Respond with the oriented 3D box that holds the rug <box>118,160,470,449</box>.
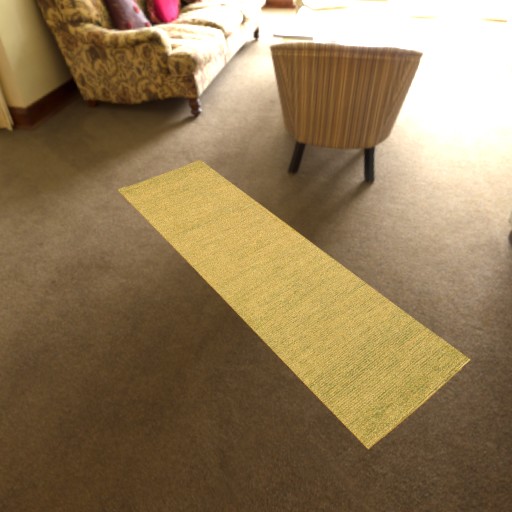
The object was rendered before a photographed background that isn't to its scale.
[{"bbox_3d":[0.000,0.000,2.560,0.686,0.013,2.340,-26,47,-27],"label":"rug"}]
